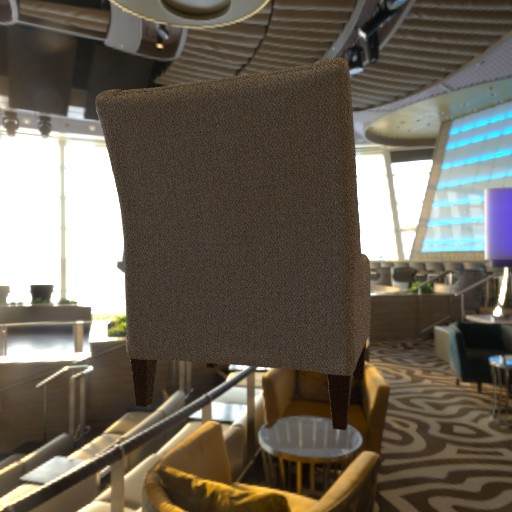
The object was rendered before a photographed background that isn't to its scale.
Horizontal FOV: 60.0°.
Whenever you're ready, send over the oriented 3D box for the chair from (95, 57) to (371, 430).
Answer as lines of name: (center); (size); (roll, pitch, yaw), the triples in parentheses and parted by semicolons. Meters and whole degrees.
chair: (0.000, 0.000, 1.616); (0.774, 1.014, 0.870); (0, -1, 18)
